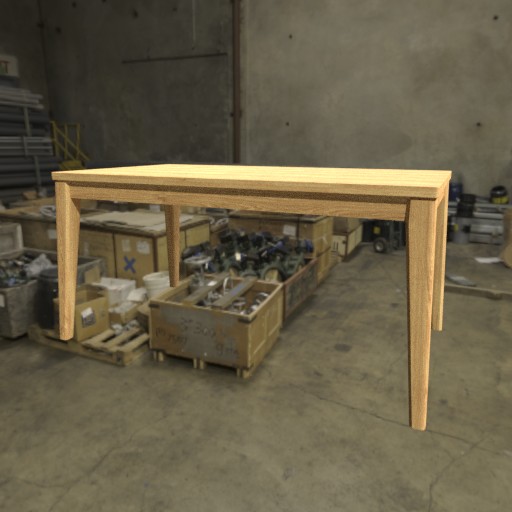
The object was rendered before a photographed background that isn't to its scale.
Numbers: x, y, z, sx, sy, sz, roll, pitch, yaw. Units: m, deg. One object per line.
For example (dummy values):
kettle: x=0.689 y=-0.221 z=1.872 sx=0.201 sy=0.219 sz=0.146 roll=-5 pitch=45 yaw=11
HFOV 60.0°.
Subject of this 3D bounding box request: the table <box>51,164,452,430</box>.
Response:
table: x=0.000 y=0.000 z=2.027 sx=1.600 sy=0.760 sz=0.900 roll=7 pitch=16 yaw=25
